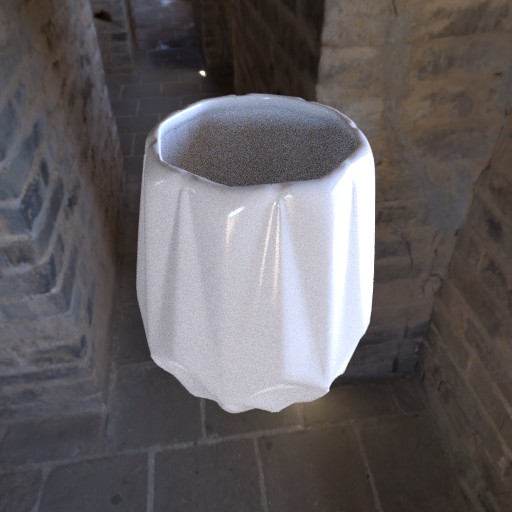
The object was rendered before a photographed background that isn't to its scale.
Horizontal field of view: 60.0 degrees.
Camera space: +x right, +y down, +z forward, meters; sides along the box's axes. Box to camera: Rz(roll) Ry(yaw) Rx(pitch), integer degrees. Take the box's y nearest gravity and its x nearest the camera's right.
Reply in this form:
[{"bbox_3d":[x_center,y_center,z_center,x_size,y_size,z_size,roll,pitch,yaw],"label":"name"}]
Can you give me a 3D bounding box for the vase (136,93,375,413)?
[{"bbox_3d":[0.000,0.000,0.255,0.141,0.152,0.141,0,41,0],"label":"vase"}]
